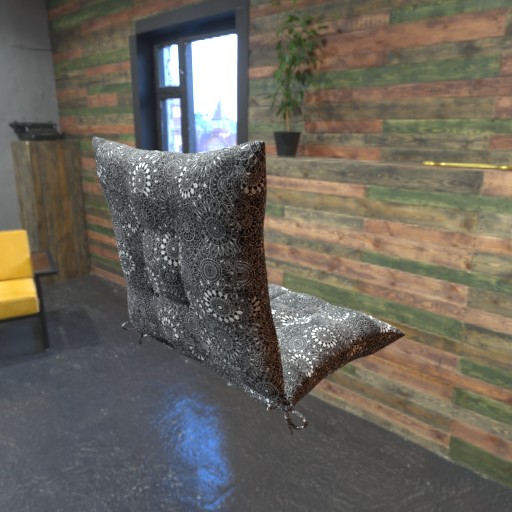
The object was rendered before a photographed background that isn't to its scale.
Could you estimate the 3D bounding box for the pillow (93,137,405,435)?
[{"bbox_3d":[0.000,0.000,1.032,0.541,0.536,0.585,14,21,42],"label":"pillow"}]
